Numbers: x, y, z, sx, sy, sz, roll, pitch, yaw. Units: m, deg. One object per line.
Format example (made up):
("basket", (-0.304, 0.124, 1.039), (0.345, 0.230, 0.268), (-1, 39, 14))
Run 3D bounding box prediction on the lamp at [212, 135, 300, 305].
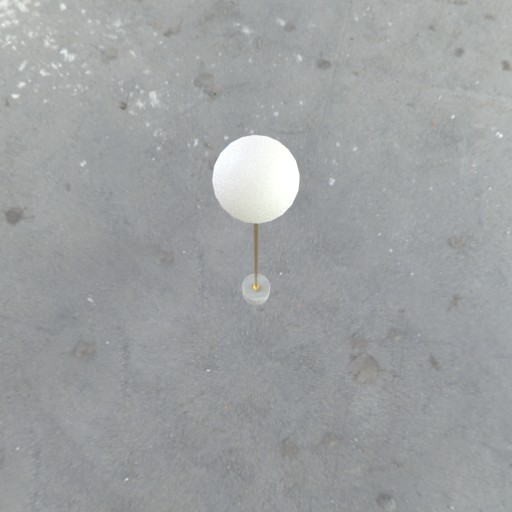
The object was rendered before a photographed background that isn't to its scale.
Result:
("lamp", (0.000, 0.000, 1.880), (0.224, 1.753, 0.224), (15, 76, 4))
